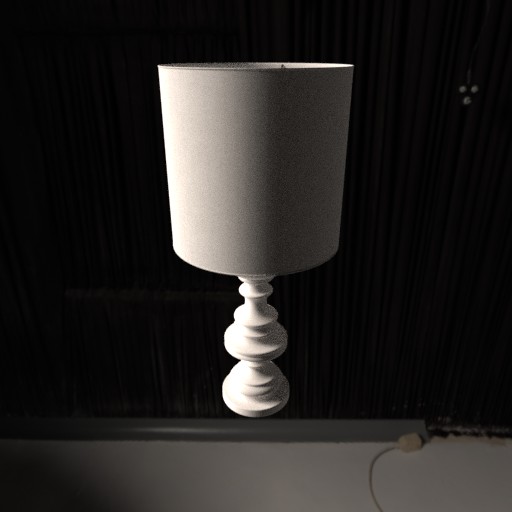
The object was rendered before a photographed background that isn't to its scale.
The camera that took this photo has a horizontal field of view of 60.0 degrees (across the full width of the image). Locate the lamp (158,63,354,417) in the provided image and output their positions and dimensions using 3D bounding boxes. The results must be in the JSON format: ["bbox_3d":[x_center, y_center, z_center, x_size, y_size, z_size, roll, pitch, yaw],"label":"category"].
[{"bbox_3d":[0.000,0.000,0.575,0.208,0.455,0.208,0,25,0],"label":"lamp"}]
